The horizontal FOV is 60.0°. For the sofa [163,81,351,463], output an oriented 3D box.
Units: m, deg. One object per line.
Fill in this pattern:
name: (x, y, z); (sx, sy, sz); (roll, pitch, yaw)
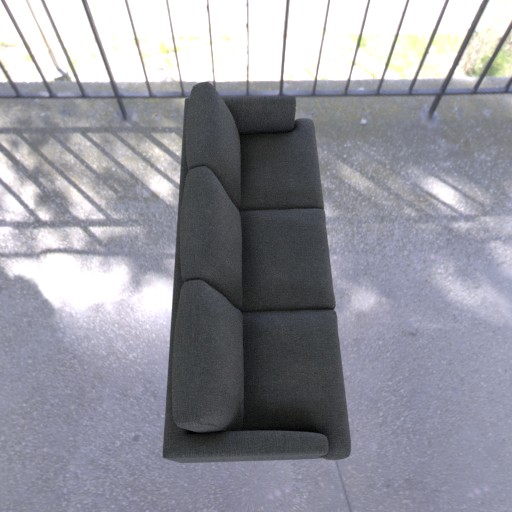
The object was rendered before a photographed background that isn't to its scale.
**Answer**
sofa: (0.000, 0.000, 2.668); (0.903, 0.930, 2.246); (-1, 63, -1)
